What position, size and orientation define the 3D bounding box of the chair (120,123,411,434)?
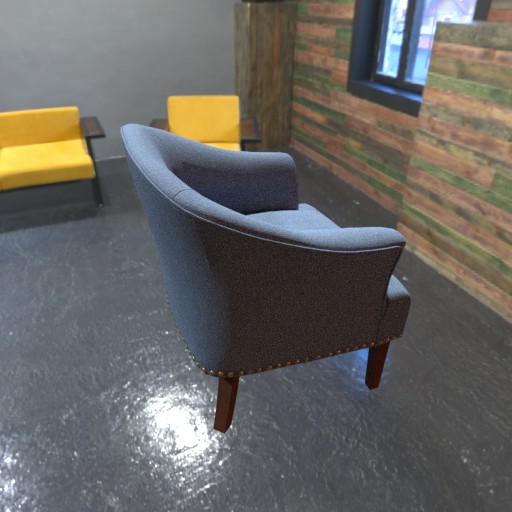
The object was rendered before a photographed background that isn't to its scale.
[{"bbox_3d":[0.000,0.000,1.411,0.704,0.815,0.772,-11,32,-17],"label":"chair"}]
